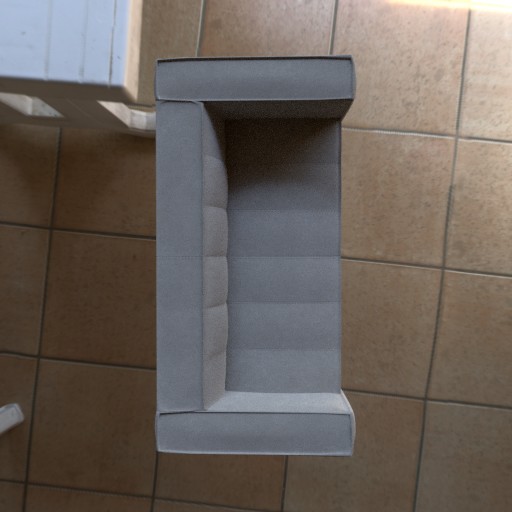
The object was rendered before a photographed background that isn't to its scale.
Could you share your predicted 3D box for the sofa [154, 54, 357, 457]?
[{"bbox_3d":[0.000,0.000,2.505,1.038,0.680,1.995,0,91,1],"label":"sofa"}]
